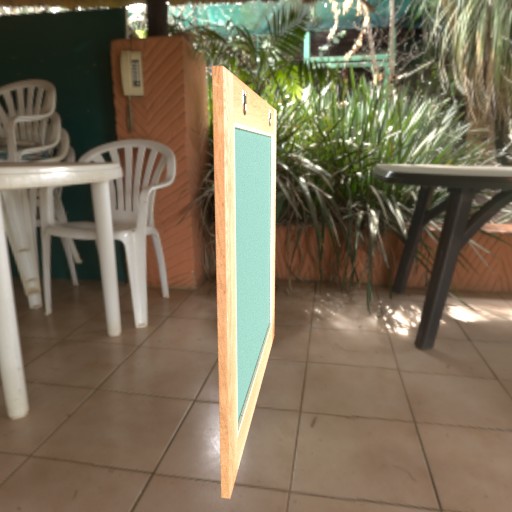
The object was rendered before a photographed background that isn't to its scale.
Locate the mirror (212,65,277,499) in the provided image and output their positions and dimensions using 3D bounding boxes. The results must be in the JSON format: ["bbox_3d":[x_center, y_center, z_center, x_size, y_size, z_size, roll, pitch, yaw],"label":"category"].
[{"bbox_3d":[0.000,0.000,1.171,0.020,0.800,0.800,2,14,8],"label":"mirror"}]
